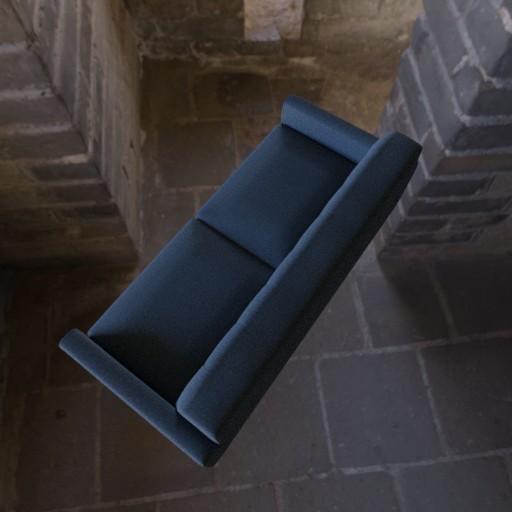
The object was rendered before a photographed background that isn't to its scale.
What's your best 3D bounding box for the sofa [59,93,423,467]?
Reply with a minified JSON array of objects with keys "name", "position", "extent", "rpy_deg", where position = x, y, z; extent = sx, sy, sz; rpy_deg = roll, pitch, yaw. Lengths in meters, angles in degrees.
[{"name":"sofa","position":[0.000,0.000,2.546],"extent":[0.942,0.884,2.055],"rpy_deg":[33,69,15]}]
